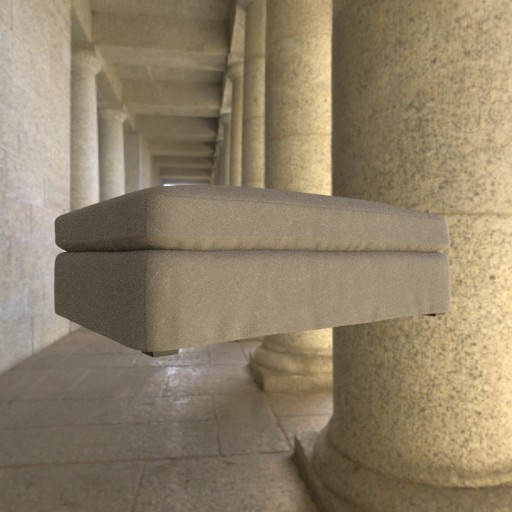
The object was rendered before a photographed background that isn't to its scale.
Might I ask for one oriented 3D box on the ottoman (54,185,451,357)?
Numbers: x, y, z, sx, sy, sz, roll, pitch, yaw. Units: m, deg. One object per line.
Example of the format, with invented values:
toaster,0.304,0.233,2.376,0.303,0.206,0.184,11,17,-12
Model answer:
ottoman,0.000,0.000,1.583,1.199,0.429,0.840,0,0,-36
